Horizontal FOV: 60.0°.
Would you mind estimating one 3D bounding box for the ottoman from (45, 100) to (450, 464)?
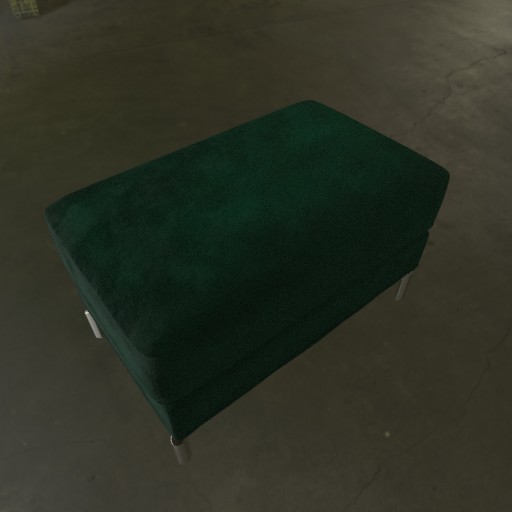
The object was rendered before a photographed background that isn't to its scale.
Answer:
[{"bbox_3d":[0.000,0.000,1.225,0.886,0.533,0.536,-30,53,-26],"label":"ottoman"}]
